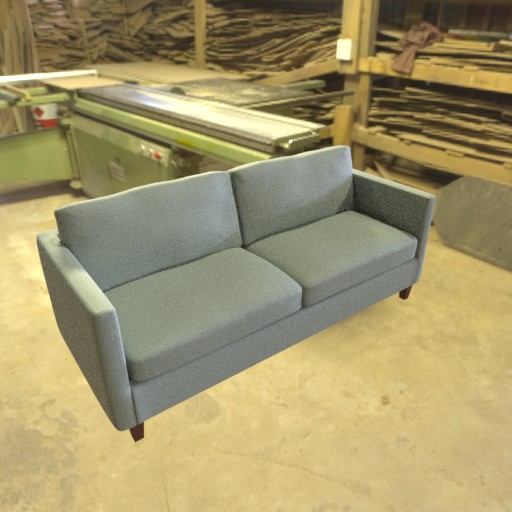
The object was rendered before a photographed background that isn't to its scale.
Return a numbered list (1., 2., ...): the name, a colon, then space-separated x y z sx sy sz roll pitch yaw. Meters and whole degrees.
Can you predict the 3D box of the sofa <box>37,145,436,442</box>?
1. sofa: 0.000 0.000 2.676 2.208 0.965 0.951 -19 34 -32
